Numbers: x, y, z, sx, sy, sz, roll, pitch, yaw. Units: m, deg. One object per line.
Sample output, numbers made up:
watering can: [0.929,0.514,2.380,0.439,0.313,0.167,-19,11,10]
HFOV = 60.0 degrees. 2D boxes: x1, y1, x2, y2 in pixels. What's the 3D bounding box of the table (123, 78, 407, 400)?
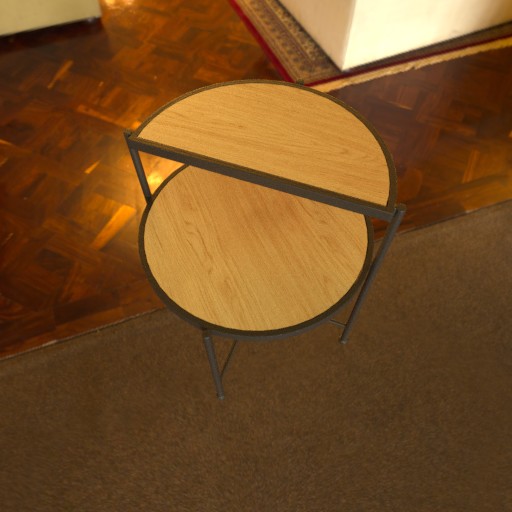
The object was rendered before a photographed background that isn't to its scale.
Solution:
table: [0.000,0.000,1.199,0.629,0.684,0.628,18,59,11]
